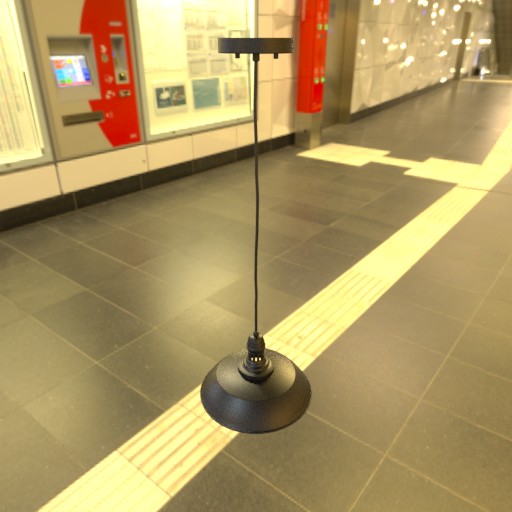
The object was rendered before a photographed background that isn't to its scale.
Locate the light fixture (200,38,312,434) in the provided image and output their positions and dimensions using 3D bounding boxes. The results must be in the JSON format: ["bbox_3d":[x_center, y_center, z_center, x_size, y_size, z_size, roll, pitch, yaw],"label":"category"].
[{"bbox_3d":[0.000,0.000,1.124,0.331,0.993,0.331,9,27,17],"label":"light fixture"}]
